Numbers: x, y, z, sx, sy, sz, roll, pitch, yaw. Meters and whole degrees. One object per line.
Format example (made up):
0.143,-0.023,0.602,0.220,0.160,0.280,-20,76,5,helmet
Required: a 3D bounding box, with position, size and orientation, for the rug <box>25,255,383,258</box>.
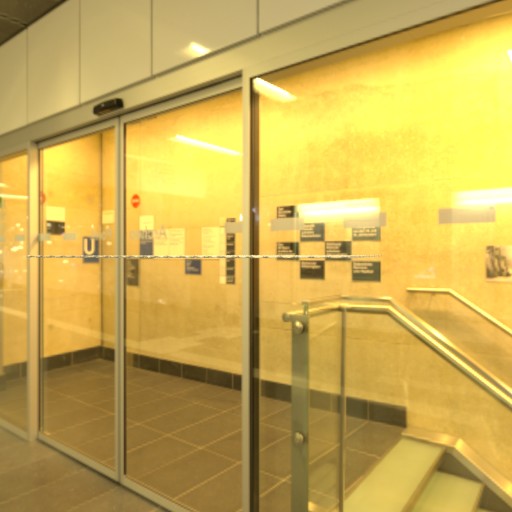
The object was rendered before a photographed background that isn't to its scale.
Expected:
0.000,0.000,3.022,1.539,0.011,2.410,0,0,19,rug
